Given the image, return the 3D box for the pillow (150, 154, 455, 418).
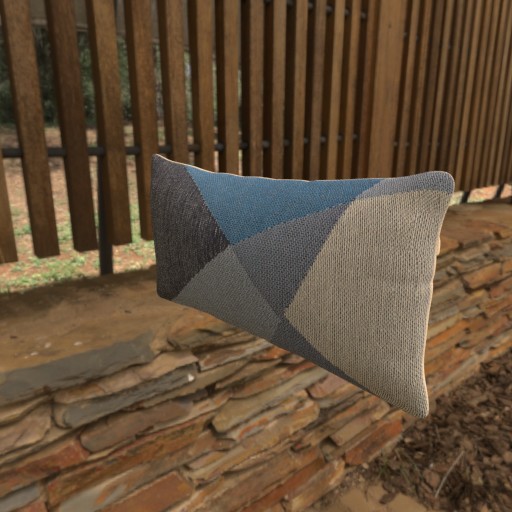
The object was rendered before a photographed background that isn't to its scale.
[{"bbox_3d":[0.000,0.000,0.717,0.148,0.307,0.604,-15,22,-43],"label":"pillow"}]
